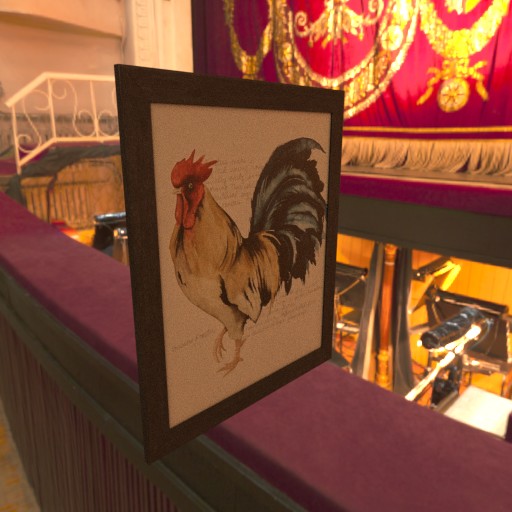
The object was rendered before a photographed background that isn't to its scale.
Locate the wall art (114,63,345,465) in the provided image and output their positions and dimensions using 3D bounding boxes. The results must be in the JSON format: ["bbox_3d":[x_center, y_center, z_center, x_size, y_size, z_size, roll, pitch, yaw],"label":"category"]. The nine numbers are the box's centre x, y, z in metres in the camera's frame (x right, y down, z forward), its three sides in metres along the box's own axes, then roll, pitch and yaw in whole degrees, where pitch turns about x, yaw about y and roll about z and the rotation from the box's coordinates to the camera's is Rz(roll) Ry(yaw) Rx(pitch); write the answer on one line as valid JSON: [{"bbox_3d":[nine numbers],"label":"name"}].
[{"bbox_3d":[0.000,0.000,0.770,0.013,0.570,0.476,15,21,43],"label":"wall art"}]
